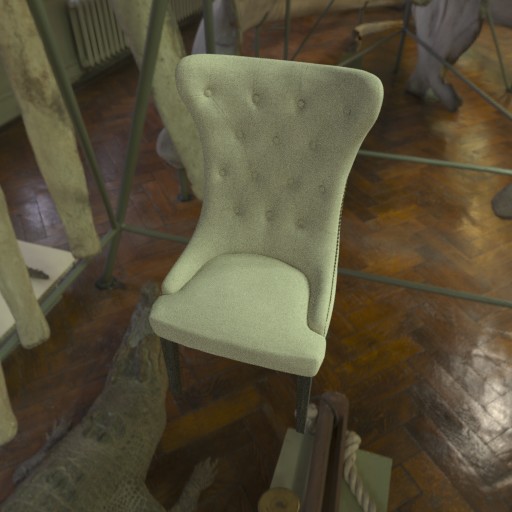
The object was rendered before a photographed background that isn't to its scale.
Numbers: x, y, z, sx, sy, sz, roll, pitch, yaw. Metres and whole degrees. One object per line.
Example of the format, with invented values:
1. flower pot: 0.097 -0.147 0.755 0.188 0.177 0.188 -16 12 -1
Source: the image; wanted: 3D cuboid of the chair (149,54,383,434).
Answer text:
1. chair: 0.000 0.000 1.411 0.584 1.065 0.590 12 42 13
